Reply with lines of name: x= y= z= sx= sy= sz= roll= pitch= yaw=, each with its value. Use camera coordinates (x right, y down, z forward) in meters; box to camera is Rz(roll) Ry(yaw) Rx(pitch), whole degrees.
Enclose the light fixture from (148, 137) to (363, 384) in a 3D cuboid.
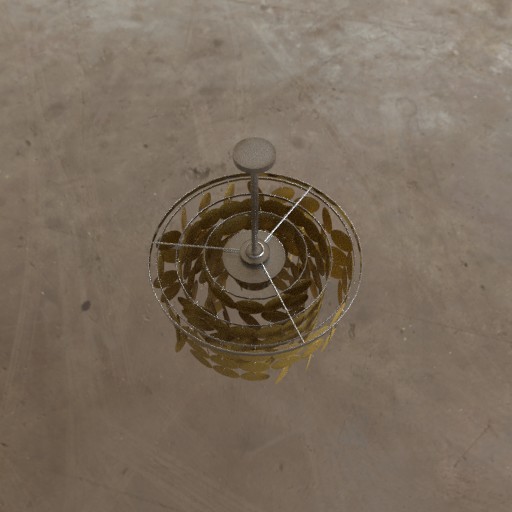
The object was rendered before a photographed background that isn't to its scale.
light fixture: x=0.000 y=0.000 z=0.753 sx=0.368 sy=0.492 sz=0.368 roll=0 pitch=58 yaw=0
